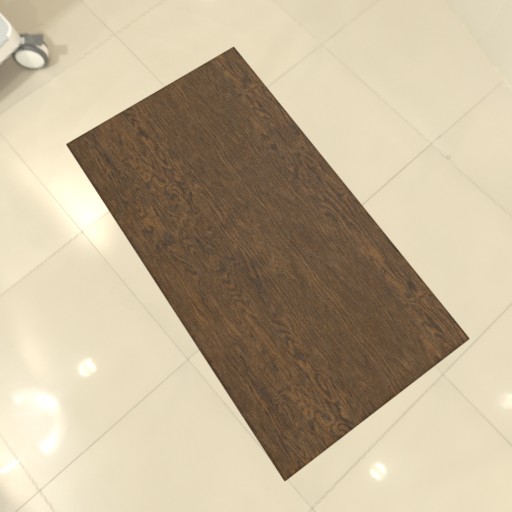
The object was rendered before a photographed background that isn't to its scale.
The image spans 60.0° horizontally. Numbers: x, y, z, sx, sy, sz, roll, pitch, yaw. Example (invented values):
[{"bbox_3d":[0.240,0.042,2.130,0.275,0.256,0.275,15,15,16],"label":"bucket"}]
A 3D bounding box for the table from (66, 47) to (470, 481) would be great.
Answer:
[{"bbox_3d":[0.000,0.000,2.602,1.078,0.795,1.989,-34,78,-8],"label":"table"}]
